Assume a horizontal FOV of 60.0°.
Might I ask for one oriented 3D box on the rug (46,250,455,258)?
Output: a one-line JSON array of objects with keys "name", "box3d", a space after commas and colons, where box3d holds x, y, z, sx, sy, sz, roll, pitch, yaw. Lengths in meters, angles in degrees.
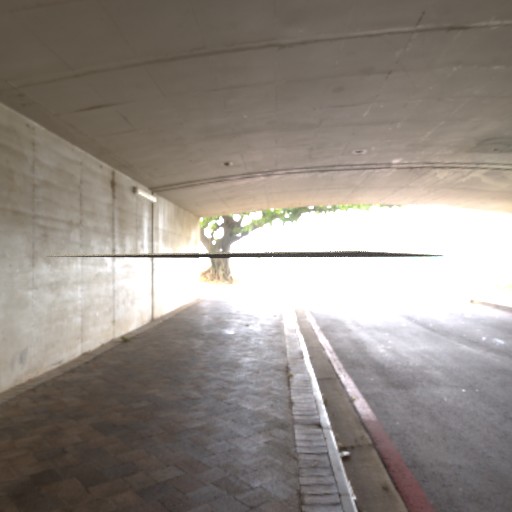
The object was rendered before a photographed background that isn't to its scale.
[{"name": "rug", "box3d": [0.000, 0.000, 4.208, 3.061, 0.014, 2.447, -1, -1, 35]}]
